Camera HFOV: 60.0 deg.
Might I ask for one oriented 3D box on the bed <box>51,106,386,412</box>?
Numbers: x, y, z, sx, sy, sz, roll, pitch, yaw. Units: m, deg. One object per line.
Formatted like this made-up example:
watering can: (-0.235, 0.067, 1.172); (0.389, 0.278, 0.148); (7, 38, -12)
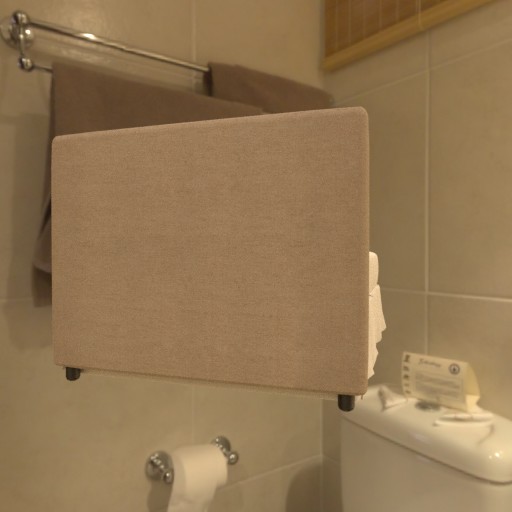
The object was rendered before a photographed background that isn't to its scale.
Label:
bed: (0.000, 0.000, 3.138); (1.713, 1.330, 2.162); (0, 1, 18)
